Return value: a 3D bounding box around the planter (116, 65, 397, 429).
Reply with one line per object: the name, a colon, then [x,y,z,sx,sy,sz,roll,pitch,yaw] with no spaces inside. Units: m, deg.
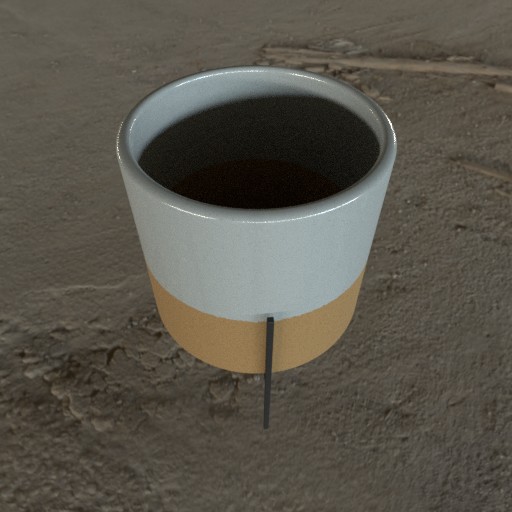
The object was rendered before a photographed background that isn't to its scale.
planter: [0.000,0.000,0.642,0.310,0.432,0.310,31,55,25]
